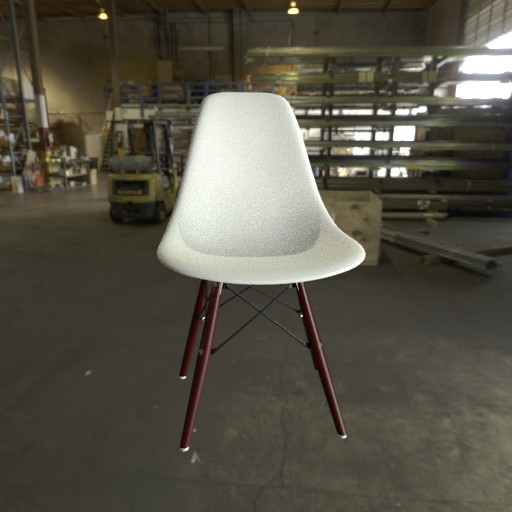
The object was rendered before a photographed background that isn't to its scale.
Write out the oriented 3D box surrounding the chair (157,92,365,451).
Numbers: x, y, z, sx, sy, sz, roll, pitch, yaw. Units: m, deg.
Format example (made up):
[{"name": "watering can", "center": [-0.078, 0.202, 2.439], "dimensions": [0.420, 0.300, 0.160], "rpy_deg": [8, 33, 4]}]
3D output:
[{"name": "chair", "center": [0.000, 0.000, 1.118], "dimensions": [0.470, 0.826, 0.533], "rpy_deg": [-2, 15, -7]}]
